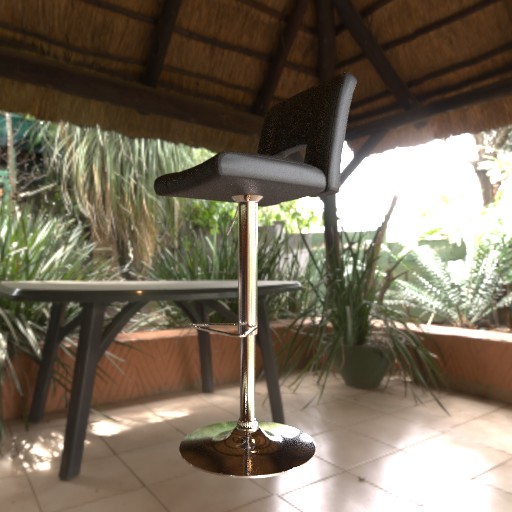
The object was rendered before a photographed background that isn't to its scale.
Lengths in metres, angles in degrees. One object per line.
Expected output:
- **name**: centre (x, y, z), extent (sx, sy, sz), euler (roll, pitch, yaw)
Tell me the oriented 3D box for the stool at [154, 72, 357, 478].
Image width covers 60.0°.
- **stool**: centre (0.000, 0.000, 1.375), extent (0.520, 1.151, 0.415), euler (1, -2, -36)
